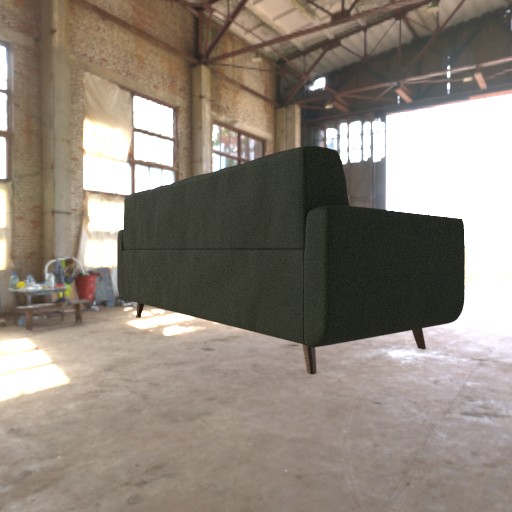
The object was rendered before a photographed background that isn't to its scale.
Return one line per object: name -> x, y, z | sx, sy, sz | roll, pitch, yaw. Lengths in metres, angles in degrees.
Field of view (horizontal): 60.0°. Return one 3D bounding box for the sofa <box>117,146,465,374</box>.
sofa -> 0.000, 0.000, 2.520 | 0.909, 0.841, 2.029 | 0, 1, -36
